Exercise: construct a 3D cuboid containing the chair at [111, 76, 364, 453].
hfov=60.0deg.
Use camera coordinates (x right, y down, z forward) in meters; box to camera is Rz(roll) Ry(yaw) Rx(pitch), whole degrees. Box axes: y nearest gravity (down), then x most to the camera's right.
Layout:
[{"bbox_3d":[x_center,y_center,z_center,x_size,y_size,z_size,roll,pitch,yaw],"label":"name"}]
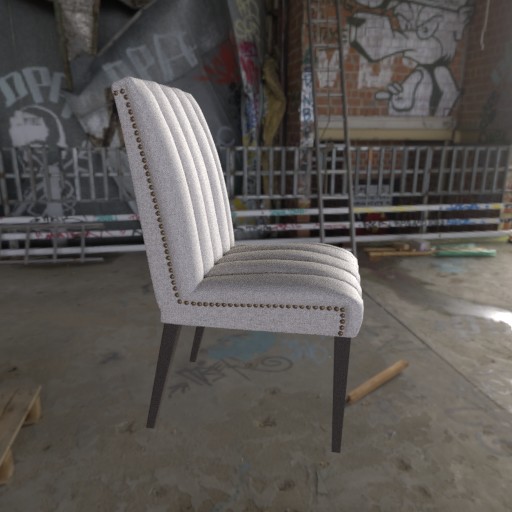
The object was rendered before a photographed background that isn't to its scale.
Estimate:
[{"bbox_3d":[0.000,0.000,1.387,0.647,1.016,0.511,3,16,10],"label":"chair"}]
